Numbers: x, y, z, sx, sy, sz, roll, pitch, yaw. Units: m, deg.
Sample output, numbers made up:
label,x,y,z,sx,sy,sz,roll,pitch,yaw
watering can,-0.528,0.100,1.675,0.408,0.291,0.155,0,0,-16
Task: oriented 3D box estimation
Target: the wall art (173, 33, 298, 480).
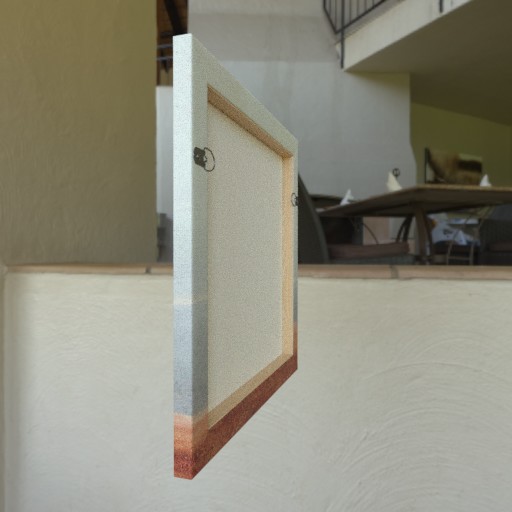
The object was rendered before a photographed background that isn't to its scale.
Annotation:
label,x,y,z,sx,sy,sz,roll,pitch,yaw
wall art,0.000,0.000,0.596,0.023,0.405,0.405,0,1,19
